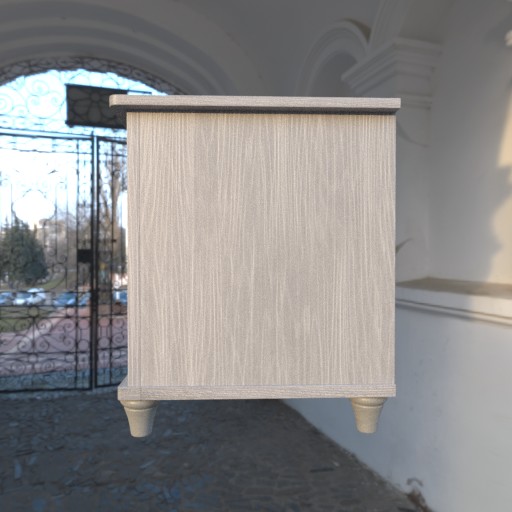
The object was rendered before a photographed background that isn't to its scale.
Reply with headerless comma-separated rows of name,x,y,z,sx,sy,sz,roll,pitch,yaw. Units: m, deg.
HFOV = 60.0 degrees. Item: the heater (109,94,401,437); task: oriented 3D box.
heater,0.000,0.000,0.746,0.400,0.481,0.362,0,1,-2
